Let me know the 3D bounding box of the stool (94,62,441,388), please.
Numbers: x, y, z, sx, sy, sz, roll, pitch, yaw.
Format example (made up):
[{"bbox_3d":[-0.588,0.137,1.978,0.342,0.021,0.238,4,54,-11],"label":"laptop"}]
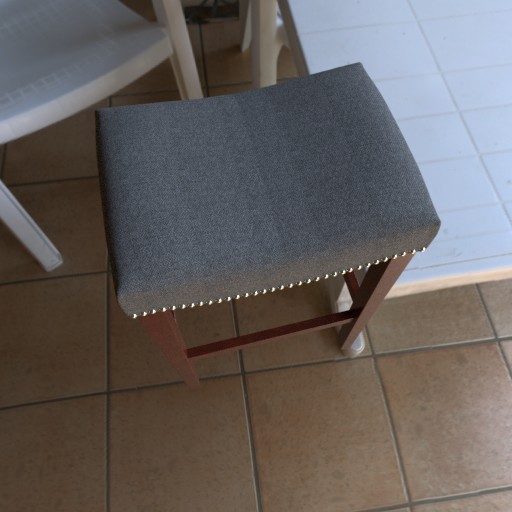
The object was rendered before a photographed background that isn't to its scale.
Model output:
[{"bbox_3d":[0.000,0.000,1.023,0.504,0.742,0.372,-13,65,-6],"label":"stool"}]
